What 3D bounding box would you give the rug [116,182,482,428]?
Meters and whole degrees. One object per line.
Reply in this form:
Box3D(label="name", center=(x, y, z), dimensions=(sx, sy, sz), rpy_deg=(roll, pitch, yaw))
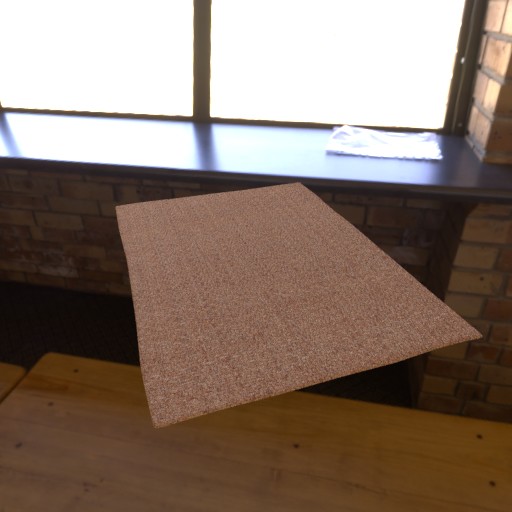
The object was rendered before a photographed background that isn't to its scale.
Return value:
Box3D(label="rug", center=(0.000, 0.000, 2.720), dimensions=(1.566, 0.013, 2.141), rpy_deg=(-10, 32, -17))
